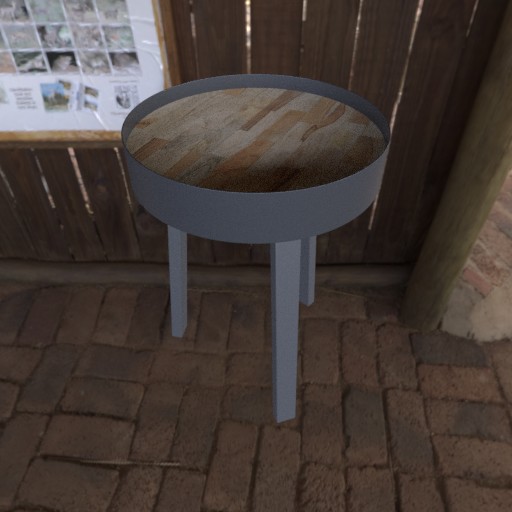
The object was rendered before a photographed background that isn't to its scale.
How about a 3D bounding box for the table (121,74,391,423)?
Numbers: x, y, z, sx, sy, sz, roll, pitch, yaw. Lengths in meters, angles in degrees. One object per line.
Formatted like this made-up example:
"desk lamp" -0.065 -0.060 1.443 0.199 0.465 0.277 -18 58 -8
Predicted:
"table" 0.000 0.000 0.870 0.406 0.559 0.406 0 41 0
